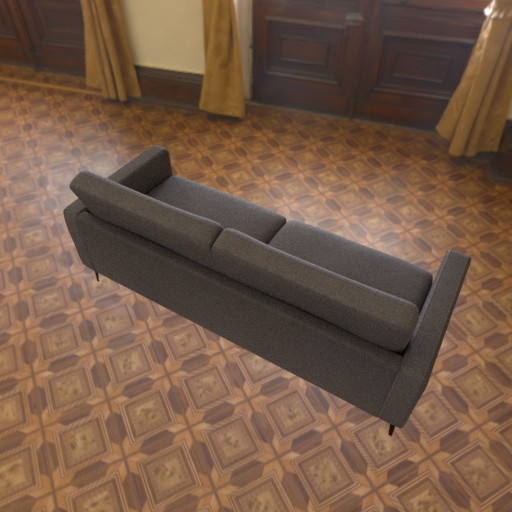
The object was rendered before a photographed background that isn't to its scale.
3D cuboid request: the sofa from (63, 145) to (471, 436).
[{"bbox_3d":[0.000,0.000,2.311,1.925,0.828,0.774,23,50,21],"label":"sofa"}]
